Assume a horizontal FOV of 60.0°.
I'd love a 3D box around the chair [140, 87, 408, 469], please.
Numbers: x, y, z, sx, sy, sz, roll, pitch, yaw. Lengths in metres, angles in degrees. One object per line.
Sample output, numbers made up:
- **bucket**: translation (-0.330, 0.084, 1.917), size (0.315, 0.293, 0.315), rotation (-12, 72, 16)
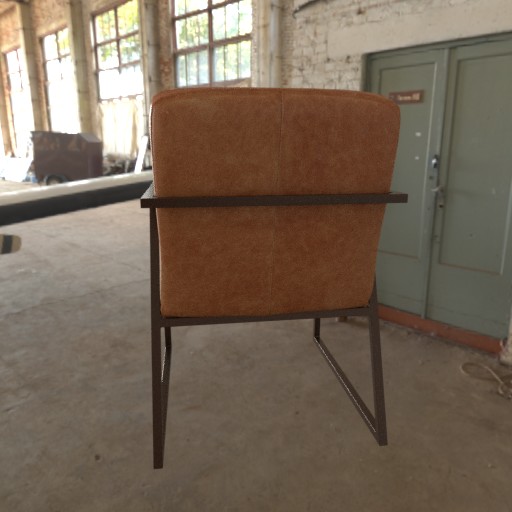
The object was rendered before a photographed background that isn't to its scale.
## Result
- **chair**: translation (0.000, 0.000, 1.249), size (0.571, 0.832, 0.677), rotation (-2, 15, -8)
